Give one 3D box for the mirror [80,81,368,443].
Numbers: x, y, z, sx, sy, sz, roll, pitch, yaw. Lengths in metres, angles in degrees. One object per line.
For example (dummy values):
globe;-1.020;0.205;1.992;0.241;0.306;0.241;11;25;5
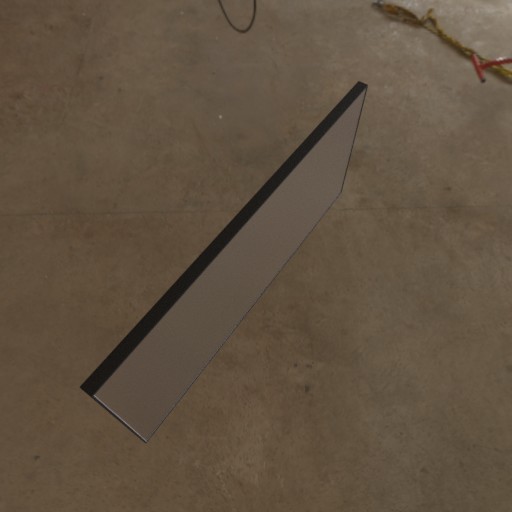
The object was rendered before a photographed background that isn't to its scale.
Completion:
mirror;0.000;0.000;1.818;0.047;0.692;1.584;31;63;18
